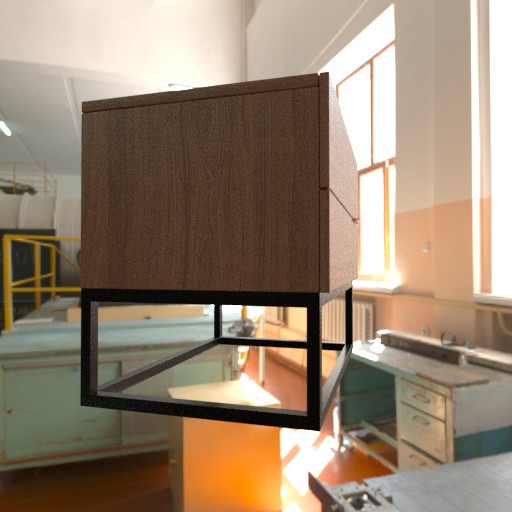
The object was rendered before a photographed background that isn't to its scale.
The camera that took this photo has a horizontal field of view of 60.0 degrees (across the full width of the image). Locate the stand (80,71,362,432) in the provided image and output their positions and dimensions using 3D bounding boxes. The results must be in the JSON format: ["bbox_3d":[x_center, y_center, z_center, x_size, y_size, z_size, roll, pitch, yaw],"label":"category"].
[{"bbox_3d":[0.000,0.000,0.952,0.420,0.500,0.600,0,-1,17],"label":"stand"}]
